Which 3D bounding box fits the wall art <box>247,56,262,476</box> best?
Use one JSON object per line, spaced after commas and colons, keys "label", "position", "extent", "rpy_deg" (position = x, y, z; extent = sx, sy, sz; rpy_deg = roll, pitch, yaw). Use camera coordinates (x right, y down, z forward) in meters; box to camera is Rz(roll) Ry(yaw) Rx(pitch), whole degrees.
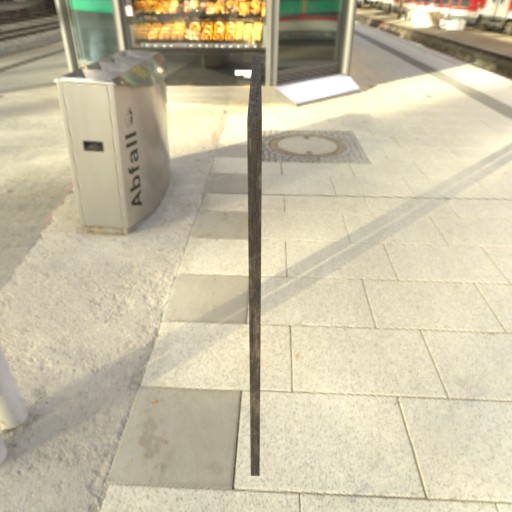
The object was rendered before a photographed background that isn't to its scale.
{"label": "wall art", "position": [0.000, 0.000, 1.411], "extent": [0.029, 1.066, 0.812], "rpy_deg": [0, 32, 0]}
